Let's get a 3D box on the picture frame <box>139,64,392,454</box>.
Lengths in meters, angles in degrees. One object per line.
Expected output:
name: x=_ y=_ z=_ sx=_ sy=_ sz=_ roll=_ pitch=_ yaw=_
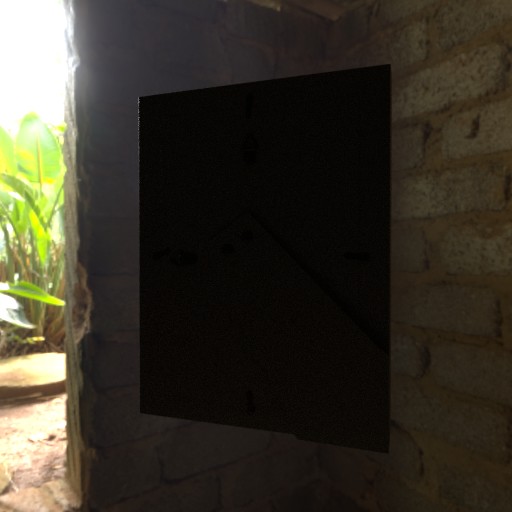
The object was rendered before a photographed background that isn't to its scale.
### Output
picture frame: x=0.000 y=0.000 z=0.271 sx=0.157 sy=0.208 sz=0.028 roll=0 pitch=1 yaw=19
